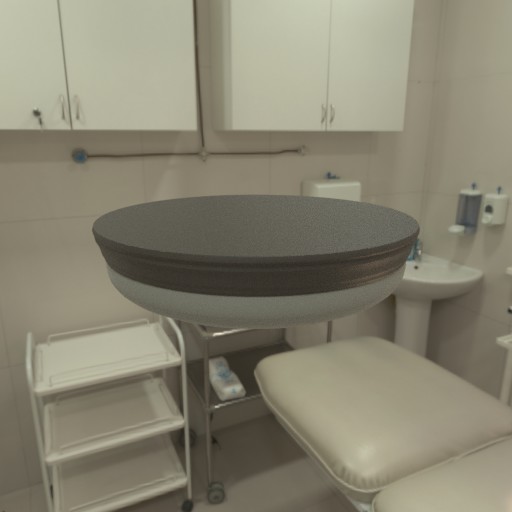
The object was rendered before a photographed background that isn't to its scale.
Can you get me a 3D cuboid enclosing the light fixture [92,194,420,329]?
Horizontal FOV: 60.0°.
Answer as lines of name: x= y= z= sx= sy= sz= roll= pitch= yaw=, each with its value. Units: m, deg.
light fixture: x=0.000 y=0.000 z=0.540 sx=0.368 sy=0.100 sz=0.368 roll=0 pitch=16 yaw=0
